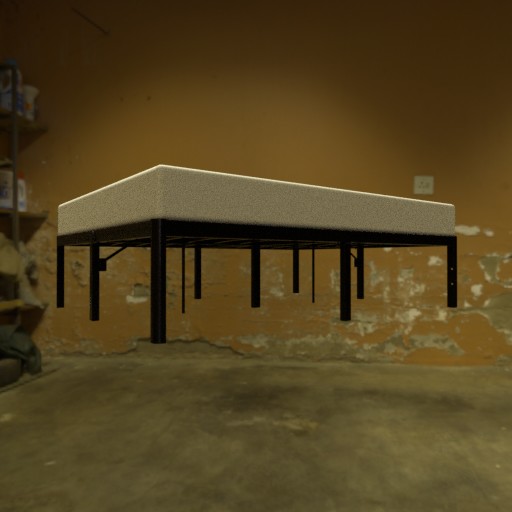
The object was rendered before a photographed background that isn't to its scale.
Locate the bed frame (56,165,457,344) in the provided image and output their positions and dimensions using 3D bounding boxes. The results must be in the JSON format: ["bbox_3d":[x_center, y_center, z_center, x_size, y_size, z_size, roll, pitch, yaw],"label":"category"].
[{"bbox_3d":[0.000,0.000,2.832,2.072,0.659,1.557,0,-1,-37],"label":"bed frame"}]
